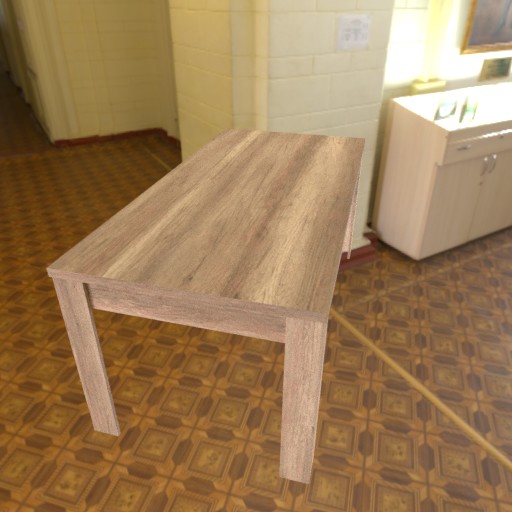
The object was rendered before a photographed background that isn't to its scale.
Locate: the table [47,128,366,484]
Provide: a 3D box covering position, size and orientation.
[{"bbox_3d":[0.000,0.000,2.265,0.900,0.790,1.800,8,31,13],"label":"table"}]
